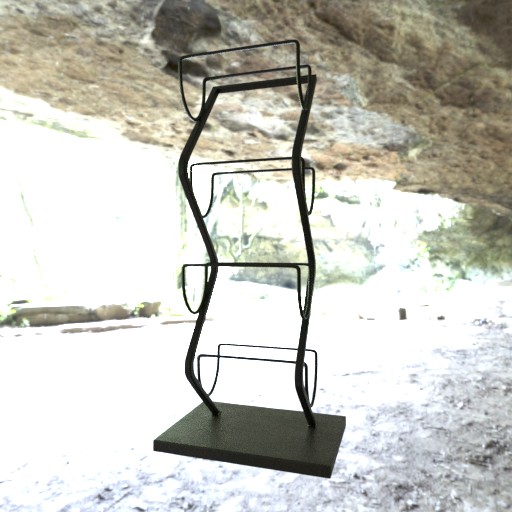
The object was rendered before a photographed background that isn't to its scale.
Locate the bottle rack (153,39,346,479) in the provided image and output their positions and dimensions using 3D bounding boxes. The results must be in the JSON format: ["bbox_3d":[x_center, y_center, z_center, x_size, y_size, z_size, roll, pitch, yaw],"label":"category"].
[{"bbox_3d":[0.000,0.000,0.677,0.254,0.559,0.178,0,1,18],"label":"bottle rack"}]
